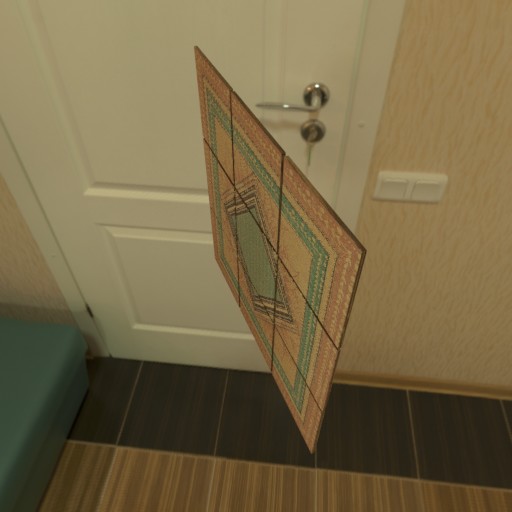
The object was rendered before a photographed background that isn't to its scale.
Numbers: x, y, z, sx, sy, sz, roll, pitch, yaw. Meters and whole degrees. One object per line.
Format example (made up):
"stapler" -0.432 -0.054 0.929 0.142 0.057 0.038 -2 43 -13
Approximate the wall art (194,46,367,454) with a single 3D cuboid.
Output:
"wall art" 0.000 0.000 1.792 0.013 1.213 1.215 -17 49 -16
